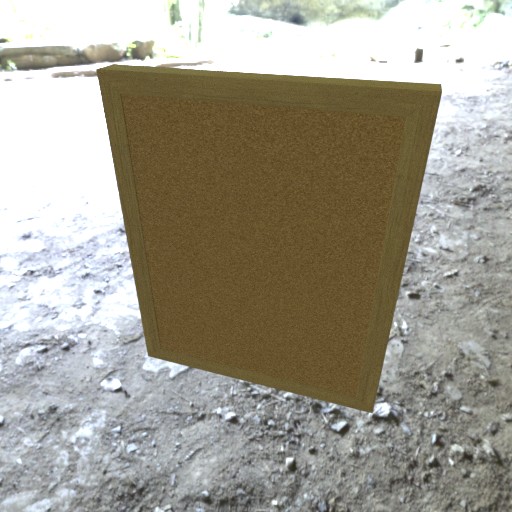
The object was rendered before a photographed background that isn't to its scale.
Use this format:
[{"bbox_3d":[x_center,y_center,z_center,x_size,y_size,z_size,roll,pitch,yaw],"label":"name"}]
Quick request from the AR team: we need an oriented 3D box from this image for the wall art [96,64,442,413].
[{"bbox_3d":[0.000,0.000,0.496,0.312,0.380,0.030,10,34,15],"label":"wall art"}]
